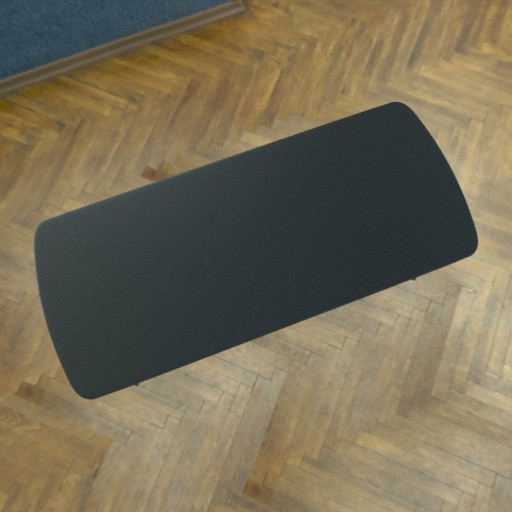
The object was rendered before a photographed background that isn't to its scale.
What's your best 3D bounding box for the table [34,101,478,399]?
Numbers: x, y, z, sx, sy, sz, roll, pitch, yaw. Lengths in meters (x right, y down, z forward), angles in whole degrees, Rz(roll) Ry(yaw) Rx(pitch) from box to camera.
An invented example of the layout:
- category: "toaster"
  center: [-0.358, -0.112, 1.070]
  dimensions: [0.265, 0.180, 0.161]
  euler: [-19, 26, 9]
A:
- category: "table"
  center: [0.000, 0.000, 1.579]
  dimensions: [1.333, 0.457, 0.571]
  euler: [-20, 77, -5]
